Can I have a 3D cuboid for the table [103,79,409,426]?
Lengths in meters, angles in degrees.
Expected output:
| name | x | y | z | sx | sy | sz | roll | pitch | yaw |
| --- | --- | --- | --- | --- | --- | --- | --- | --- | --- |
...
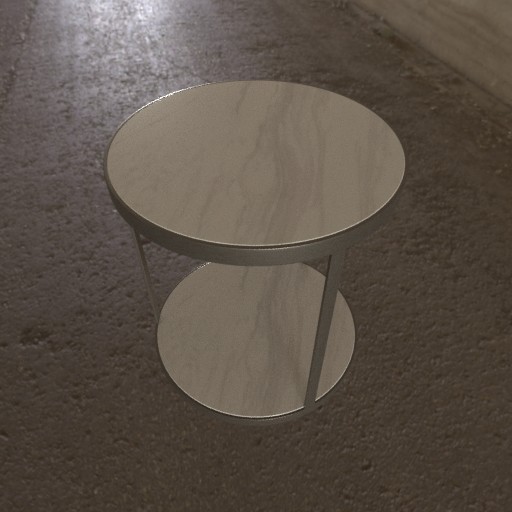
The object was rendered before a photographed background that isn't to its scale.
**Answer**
| name | x | y | z | sx | sy | sz | roll | pitch | yaw |
| --- | --- | --- | --- | --- | --- | --- | --- | --- | --- |
| table | 0.000 | 0.000 | 0.833 | 0.445 | 0.479 | 0.445 | 0 | 46 | 0 |
